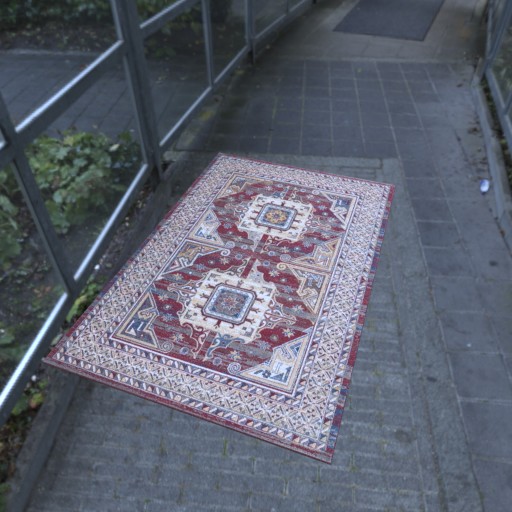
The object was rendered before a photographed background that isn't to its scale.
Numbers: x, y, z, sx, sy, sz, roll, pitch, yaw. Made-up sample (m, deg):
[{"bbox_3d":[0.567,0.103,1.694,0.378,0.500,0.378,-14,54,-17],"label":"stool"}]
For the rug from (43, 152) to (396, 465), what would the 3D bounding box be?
[{"bbox_3d":[0.000,0.000,5.789,3.033,0.033,4.578,14,44,15],"label":"rug"}]
